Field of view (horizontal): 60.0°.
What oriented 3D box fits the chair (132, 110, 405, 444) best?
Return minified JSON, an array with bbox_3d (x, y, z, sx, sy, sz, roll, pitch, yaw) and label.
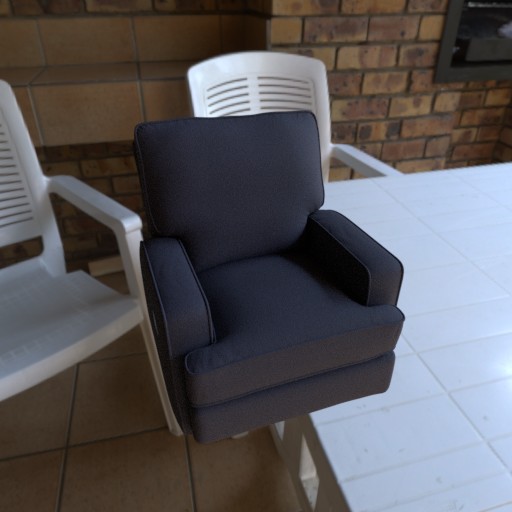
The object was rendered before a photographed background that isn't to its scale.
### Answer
[{"bbox_3d":[0.000,0.000,1.728,0.861,0.962,0.964,-11,33,-17],"label":"chair"}]
